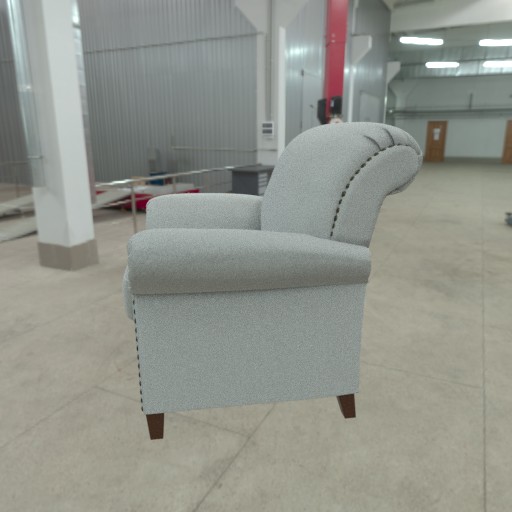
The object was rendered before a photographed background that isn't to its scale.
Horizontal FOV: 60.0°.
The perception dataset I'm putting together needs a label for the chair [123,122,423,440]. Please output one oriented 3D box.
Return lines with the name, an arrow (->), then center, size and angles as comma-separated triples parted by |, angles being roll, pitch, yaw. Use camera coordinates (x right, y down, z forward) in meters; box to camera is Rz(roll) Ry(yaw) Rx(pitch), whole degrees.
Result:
chair -> 0.000, 0.000, 1.605 | 0.890, 0.927, 0.854 | -2, 16, -9
